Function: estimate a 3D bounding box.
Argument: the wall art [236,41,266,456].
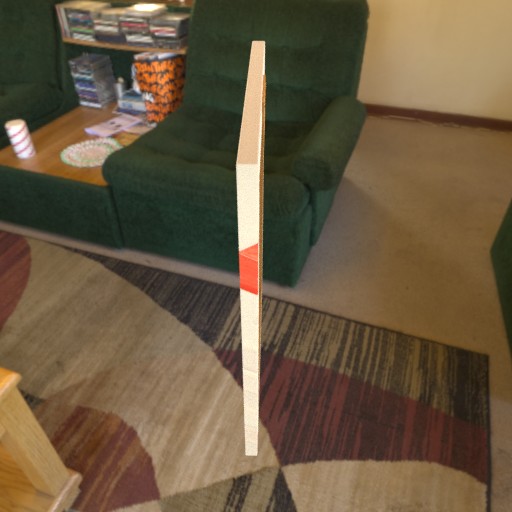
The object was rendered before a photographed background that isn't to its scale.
[{"bbox_3d":[0.000,0.000,1.114,0.036,0.848,0.613,1,40,1],"label":"wall art"}]
